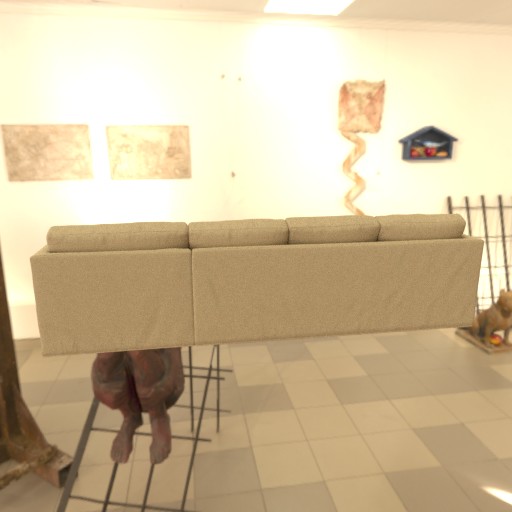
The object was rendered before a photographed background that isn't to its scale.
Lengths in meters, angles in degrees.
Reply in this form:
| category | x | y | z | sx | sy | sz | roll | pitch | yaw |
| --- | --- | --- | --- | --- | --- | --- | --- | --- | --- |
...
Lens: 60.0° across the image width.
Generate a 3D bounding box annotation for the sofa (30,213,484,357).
| category | x | y | z | sx | sy | sz | roll | pitch | yaw |
| --- | --- | --- | --- | --- | --- | --- | --- | --- | --- |
| sofa | 0.000 | 0.000 | 3.857 | 3.177 | 0.867 | 1.622 | -2 | 14 | -9 |
